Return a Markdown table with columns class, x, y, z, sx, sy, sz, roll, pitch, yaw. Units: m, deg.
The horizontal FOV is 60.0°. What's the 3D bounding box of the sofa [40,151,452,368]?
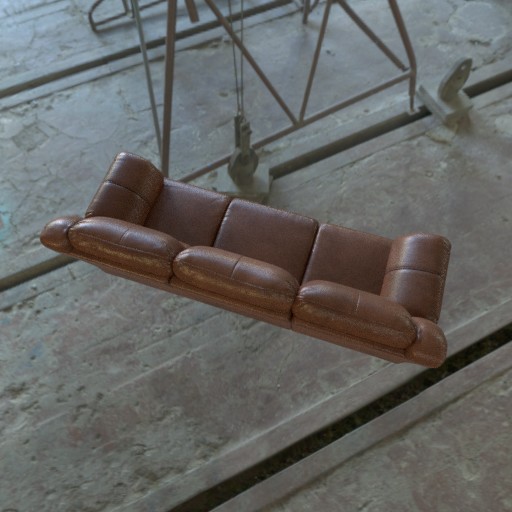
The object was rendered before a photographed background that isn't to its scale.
| class | x | y | z | sx | sy | sz | roll | pitch | yaw |
| --- | --- | --- | --- | --- | --- | --- | --- | --- | --- |
| sofa | 0.000 | 0.000 | 2.859 | 2.337 | 1.043 | 0.991 | 16 | 65 | 8 |
